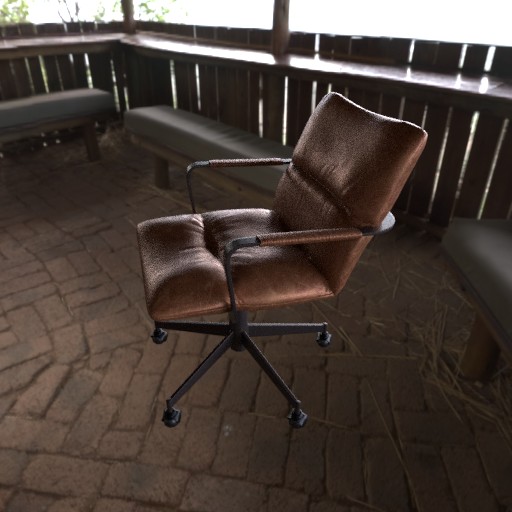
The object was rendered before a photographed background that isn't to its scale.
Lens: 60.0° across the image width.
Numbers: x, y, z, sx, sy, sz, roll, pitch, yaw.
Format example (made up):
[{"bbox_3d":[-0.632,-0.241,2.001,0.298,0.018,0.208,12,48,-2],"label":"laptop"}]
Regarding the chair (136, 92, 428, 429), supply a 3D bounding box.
[{"bbox_3d":[0.000,0.000,1.467,0.754,0.922,0.727,-8,31,-14],"label":"chair"}]
